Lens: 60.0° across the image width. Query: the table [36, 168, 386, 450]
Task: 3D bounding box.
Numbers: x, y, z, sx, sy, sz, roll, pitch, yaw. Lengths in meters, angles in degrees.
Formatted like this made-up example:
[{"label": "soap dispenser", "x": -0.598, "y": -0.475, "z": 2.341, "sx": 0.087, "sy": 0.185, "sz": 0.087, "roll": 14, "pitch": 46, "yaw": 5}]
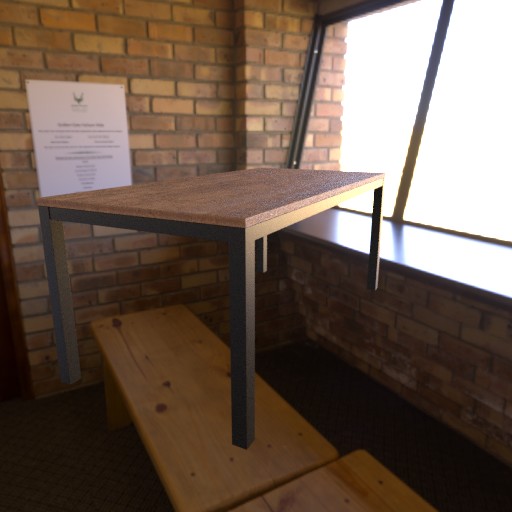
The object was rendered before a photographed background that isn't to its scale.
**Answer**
[{"label": "table", "x": 0.000, "y": 0.000, "z": 2.316, "sx": 0.893, "sy": 0.767, "sz": 1.805, "roll": 8, "pitch": 17, "yaw": 27}]
